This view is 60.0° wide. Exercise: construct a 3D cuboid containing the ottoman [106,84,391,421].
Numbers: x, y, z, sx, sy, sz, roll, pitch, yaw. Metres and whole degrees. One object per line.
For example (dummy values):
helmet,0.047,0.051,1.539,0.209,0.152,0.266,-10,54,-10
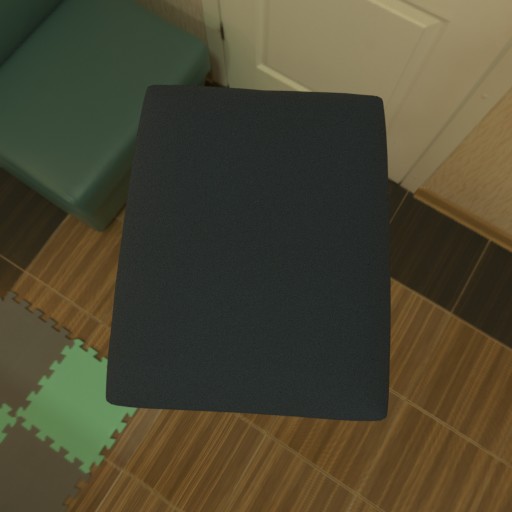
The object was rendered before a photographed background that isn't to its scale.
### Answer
ottoman,0.000,0.000,1.139,0.584,0.513,0.741,3,76,1
